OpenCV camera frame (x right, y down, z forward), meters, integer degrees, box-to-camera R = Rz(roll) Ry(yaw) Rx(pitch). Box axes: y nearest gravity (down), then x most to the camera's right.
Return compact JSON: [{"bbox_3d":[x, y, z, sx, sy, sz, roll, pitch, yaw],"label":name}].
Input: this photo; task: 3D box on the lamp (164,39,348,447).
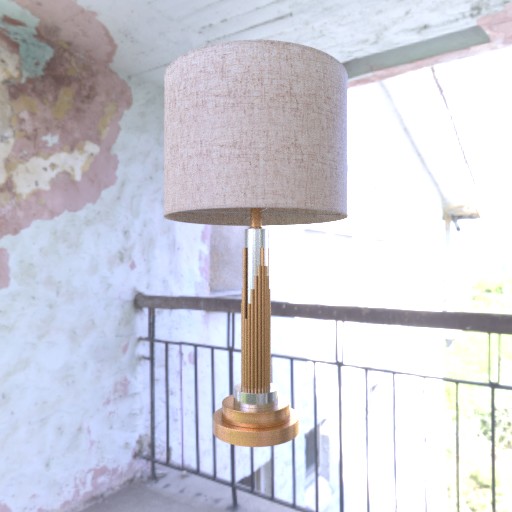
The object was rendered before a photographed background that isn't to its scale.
[{"bbox_3d":[0.000,0.000,0.785,0.321,0.610,0.321,-1,-1,35],"label":"lamp"}]
